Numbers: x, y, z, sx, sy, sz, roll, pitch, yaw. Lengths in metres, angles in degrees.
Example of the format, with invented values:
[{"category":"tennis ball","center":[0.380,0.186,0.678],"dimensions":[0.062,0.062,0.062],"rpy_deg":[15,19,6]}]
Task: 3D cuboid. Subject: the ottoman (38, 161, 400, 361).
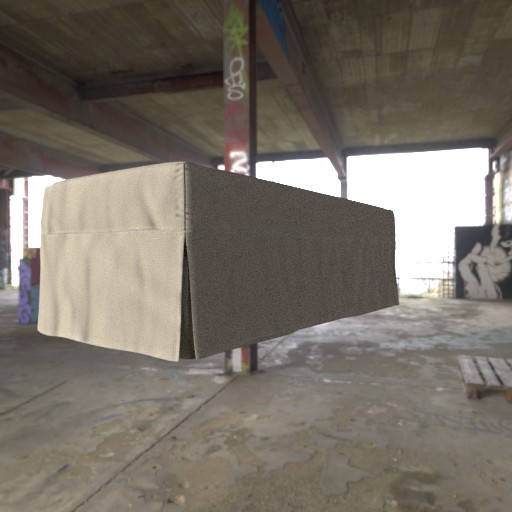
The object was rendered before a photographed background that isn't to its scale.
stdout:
[{"category":"ottoman","center":[0.000,0.000,1.681],"dimensions":[0.665,0.457,1.388],"rpy_deg":[0,0,37]}]
